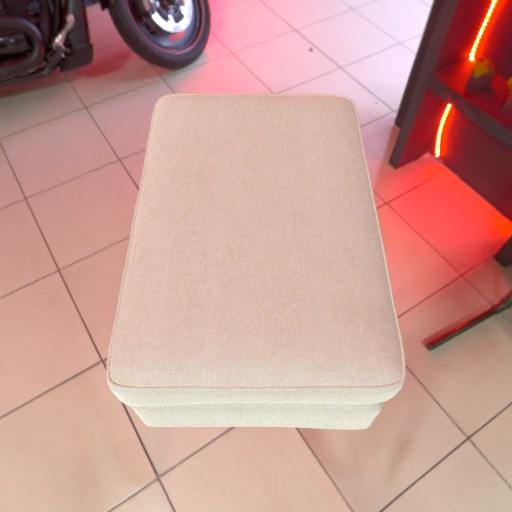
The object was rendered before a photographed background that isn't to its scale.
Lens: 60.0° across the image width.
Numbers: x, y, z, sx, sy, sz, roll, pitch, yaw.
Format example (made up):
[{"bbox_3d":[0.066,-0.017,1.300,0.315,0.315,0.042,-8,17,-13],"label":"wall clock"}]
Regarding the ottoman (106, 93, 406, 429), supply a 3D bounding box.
[{"bbox_3d":[0.000,0.000,1.215,0.583,0.484,0.862,0,57,0],"label":"ottoman"}]
